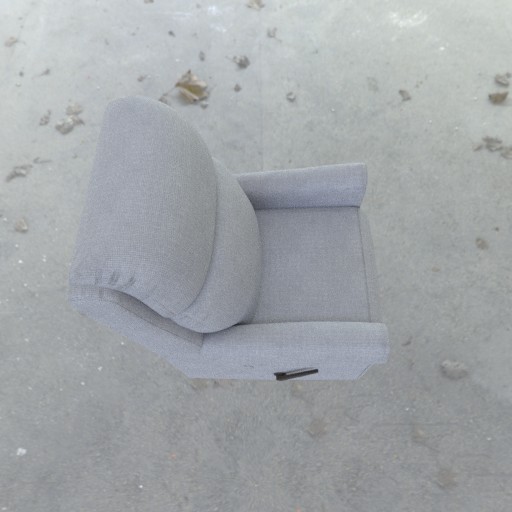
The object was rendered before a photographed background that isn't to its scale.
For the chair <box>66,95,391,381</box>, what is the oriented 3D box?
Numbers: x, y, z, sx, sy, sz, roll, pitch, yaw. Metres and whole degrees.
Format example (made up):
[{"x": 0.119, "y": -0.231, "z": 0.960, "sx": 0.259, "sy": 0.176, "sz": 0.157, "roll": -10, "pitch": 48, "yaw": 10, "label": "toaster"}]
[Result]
[{"x": 0.000, "y": 0.000, "z": 1.726, "sx": 1.014, "sy": 1.054, "sz": 0.838, "roll": 0, "pitch": 63, "yaw": 0, "label": "chair"}]
